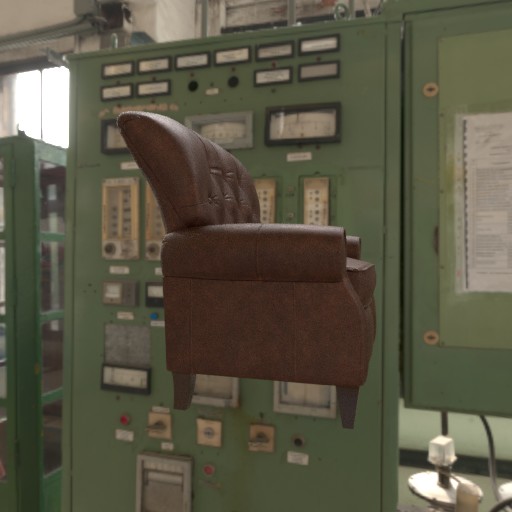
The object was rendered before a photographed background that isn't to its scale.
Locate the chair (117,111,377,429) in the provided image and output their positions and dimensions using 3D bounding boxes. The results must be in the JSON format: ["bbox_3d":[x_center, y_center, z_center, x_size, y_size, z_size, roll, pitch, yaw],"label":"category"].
[{"bbox_3d":[0.000,0.000,1.967,1.031,1.162,0.979,0,0,17],"label":"chair"}]
